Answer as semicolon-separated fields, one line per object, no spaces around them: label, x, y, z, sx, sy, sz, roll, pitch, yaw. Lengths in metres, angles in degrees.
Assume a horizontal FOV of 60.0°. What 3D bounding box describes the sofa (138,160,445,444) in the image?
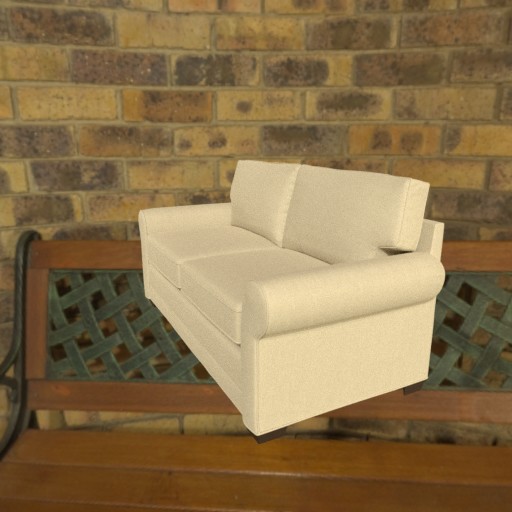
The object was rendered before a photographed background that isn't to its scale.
sofa;0.000;0.000;2.328;0.861;0.933;1.774;-7;17;-26
